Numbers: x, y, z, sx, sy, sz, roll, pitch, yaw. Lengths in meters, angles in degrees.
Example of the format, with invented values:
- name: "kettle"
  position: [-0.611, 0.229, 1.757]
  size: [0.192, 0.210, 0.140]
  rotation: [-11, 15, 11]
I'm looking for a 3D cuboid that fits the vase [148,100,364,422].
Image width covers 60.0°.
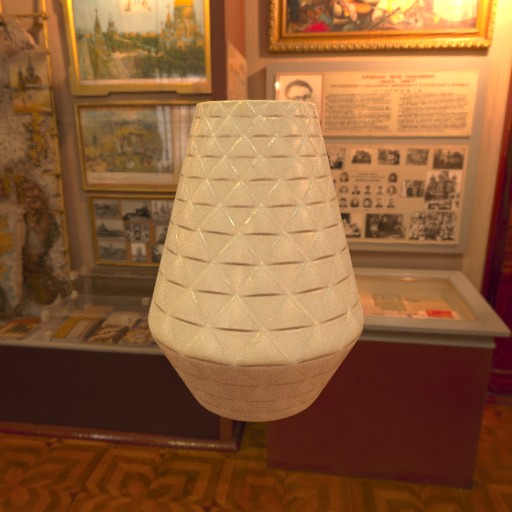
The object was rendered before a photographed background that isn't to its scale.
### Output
- name: "vase"
  position: [0.000, 0.000, 0.356]
  size: [0.175, 0.230, 0.175]
  rotation: [0, 15, 0]
